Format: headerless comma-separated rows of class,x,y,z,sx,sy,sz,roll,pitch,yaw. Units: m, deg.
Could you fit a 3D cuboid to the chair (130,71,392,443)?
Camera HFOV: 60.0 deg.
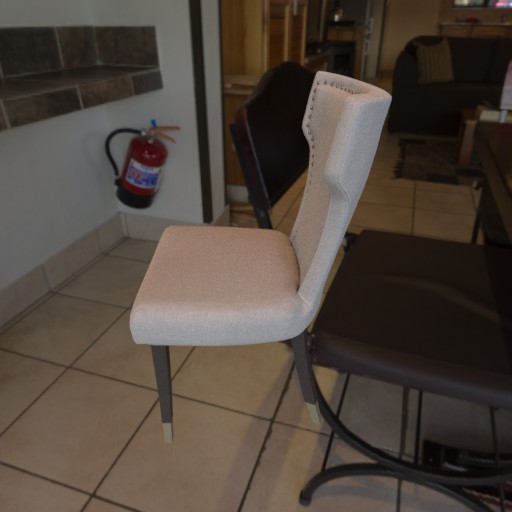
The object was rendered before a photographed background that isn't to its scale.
chair,0.000,0.000,1.285,0.630,0.950,0.526,0,28,0
